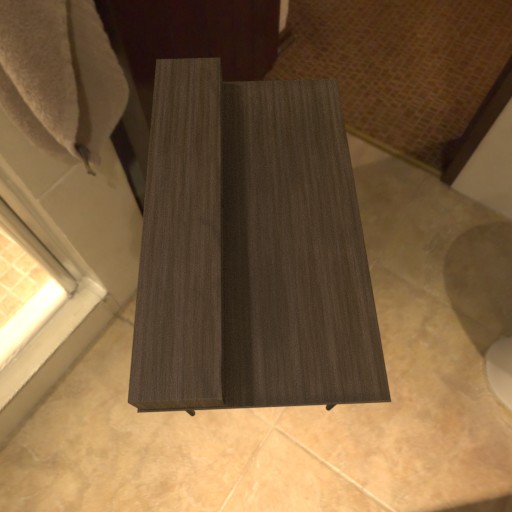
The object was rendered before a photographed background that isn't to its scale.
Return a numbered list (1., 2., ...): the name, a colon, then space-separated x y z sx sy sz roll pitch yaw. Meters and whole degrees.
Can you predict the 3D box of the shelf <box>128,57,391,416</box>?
1. shelf: 0.000 0.000 1.738 0.685 0.865 1.212 -2 64 -1
